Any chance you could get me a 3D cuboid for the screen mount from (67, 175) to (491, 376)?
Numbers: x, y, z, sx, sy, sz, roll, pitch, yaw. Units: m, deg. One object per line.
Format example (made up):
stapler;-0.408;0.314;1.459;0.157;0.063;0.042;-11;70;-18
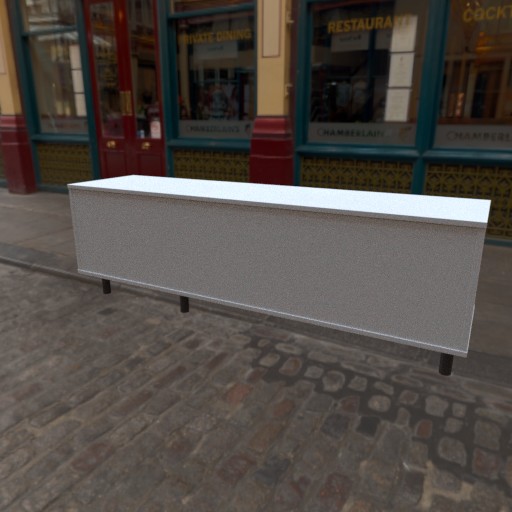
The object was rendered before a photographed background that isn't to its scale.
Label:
screen mount;0.000;0.000;1.776;1.600;0.520;0.418;9;19;27
